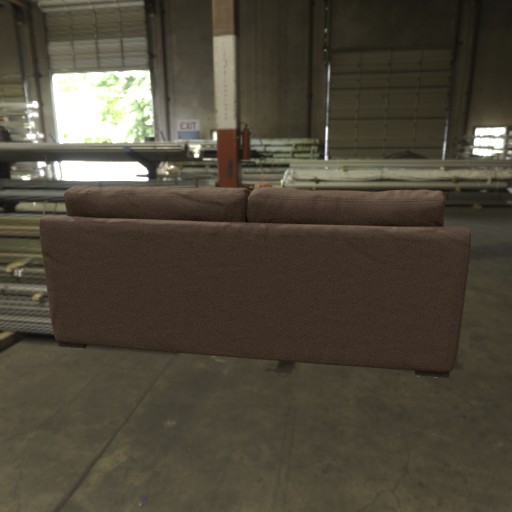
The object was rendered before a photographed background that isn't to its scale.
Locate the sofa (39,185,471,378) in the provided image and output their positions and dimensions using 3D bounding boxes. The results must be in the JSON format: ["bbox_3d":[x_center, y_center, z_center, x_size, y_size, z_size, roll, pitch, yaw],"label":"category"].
[{"bbox_3d":[0.000,0.000,2.852,2.274,0.950,1.140,2,15,9],"label":"sofa"}]
